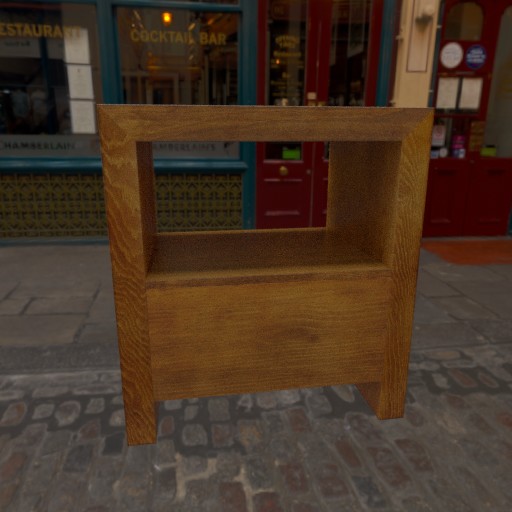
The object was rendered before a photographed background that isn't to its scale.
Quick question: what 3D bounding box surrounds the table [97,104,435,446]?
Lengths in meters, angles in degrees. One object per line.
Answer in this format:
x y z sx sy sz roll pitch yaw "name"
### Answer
0.000 0.000 0.979 0.550 0.605 0.400 -2 15 -9 "table"
